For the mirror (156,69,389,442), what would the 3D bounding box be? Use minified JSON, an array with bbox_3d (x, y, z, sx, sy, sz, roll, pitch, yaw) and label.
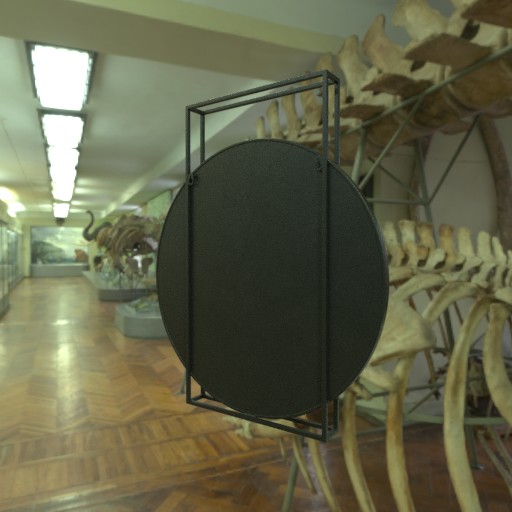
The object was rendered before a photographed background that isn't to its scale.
[{"bbox_3d":[0.000,0.000,0.828,0.508,0.603,0.051,1,1,36],"label":"mirror"}]
